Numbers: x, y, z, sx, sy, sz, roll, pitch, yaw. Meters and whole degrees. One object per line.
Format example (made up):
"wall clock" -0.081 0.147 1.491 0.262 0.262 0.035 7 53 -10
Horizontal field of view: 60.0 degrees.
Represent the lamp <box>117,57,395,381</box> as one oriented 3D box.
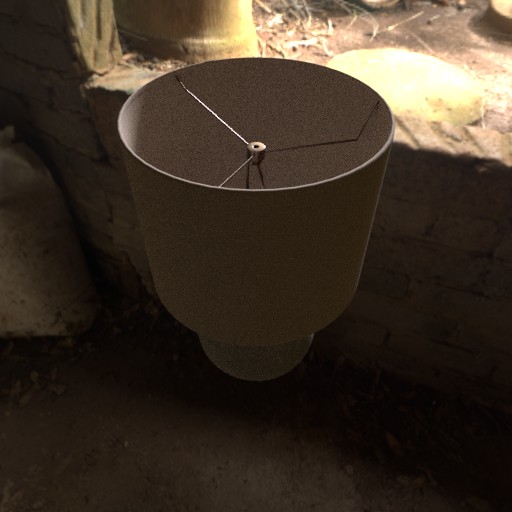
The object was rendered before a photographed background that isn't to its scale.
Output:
"lamp" 0.000 0.000 0.581 0.269 0.409 0.269 -9 46 -9
